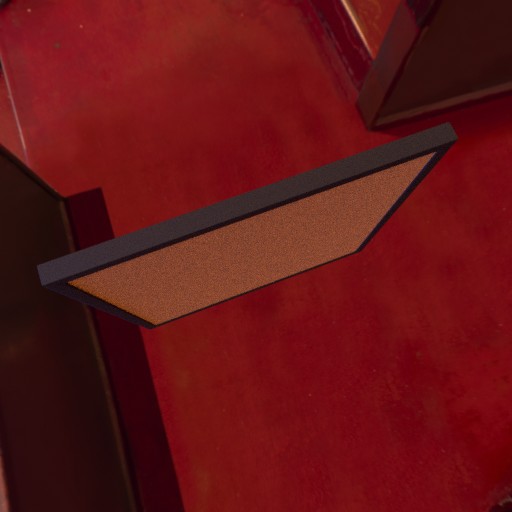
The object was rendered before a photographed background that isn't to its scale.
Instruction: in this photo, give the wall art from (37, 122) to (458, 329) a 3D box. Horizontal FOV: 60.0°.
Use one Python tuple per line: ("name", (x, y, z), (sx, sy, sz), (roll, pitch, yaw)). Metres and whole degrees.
("wall art", (0.000, 0.000, 1.132), (0.763, 0.763, 0.037), (-20, 76, -5))
